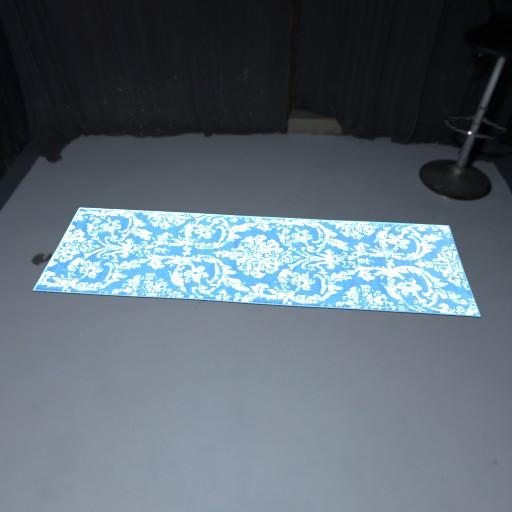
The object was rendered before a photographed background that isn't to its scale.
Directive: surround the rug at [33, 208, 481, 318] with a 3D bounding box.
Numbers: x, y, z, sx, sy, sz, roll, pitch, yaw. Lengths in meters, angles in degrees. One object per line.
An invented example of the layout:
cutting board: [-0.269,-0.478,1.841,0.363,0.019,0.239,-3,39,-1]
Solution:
rug: [0.000,0.000,2.394,2.196,0.011,0.662,3,45,3]
